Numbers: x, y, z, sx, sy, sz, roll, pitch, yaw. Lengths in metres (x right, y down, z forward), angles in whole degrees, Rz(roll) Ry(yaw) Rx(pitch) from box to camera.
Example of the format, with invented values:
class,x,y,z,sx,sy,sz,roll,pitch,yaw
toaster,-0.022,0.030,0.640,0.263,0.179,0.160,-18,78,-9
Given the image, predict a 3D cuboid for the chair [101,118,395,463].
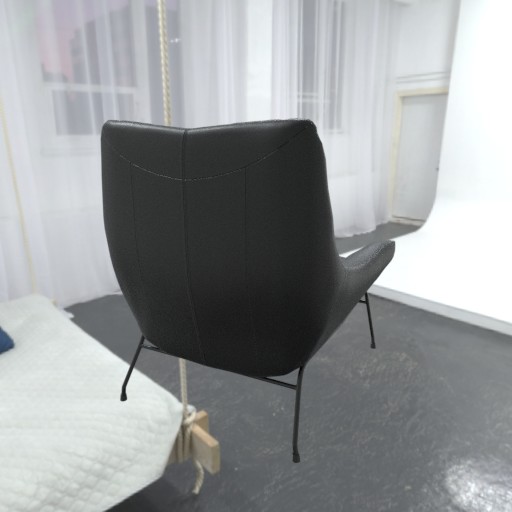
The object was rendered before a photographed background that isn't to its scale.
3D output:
class,x,y,z,sx,sy,sz,roll,pitch,yaw
chair,0.000,0.000,1.584,0.836,0.922,0.826,8,18,26
